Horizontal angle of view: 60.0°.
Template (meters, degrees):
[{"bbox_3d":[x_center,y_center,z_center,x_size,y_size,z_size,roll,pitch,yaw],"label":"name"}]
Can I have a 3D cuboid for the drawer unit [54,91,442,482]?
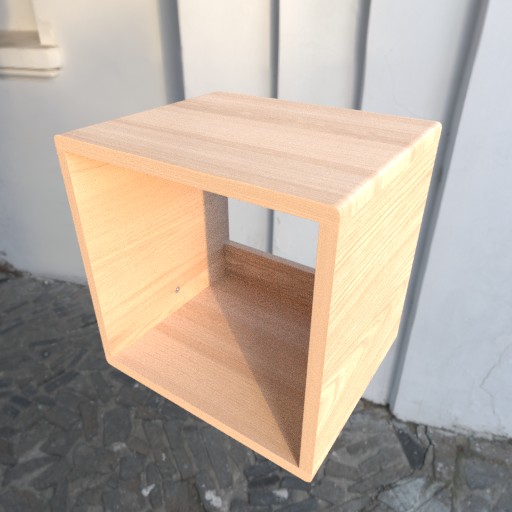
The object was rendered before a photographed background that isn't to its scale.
[{"bbox_3d":[0.000,0.000,0.598,0.344,0.344,0.290,19,36,28],"label":"drawer unit"}]
